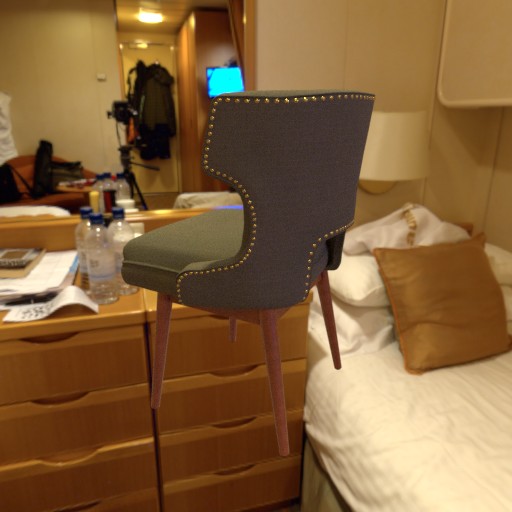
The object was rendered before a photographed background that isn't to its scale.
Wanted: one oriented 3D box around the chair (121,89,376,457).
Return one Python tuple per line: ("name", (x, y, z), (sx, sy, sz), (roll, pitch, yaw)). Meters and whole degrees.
("chair", (0.000, 0.000, 1.247), (0.581, 0.863, 0.595), (9, 20, 26))
